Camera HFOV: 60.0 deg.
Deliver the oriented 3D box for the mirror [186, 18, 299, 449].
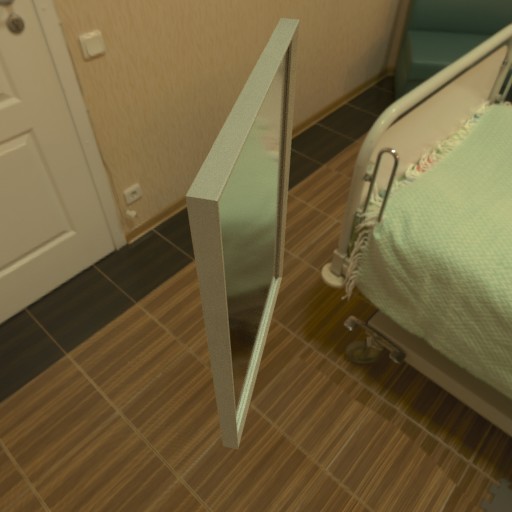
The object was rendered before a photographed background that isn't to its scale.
[{"bbox_3d":[0.000,0.000,0.882,0.039,0.710,0.507,10,48,9],"label":"mirror"}]
